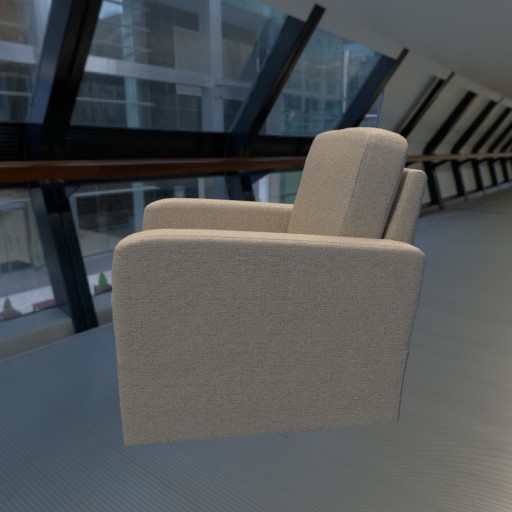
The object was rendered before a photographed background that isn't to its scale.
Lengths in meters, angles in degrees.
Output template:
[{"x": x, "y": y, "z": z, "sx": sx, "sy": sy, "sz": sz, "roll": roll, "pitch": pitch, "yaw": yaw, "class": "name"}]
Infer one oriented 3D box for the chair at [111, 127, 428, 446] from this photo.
[{"x": 0.000, "y": 0.000, "z": 1.487, "sx": 0.888, "sy": 0.827, "sz": 0.755, "roll": -2, "pitch": 15, "yaw": -7, "class": "chair"}]
